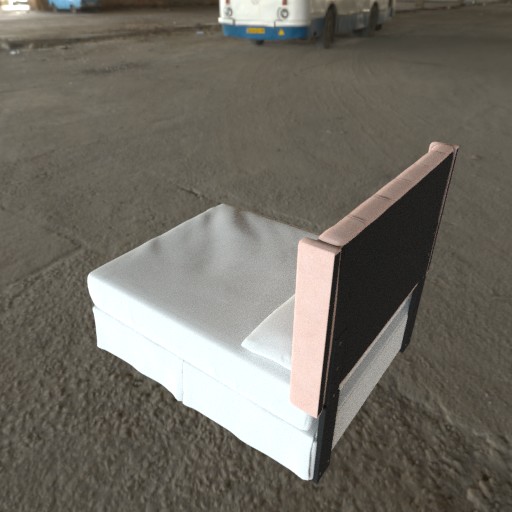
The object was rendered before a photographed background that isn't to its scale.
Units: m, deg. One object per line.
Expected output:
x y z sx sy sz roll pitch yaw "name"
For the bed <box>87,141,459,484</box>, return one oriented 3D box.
0.000 0.000 3.258 2.066 1.665 1.719 21 38 31 "bed"
